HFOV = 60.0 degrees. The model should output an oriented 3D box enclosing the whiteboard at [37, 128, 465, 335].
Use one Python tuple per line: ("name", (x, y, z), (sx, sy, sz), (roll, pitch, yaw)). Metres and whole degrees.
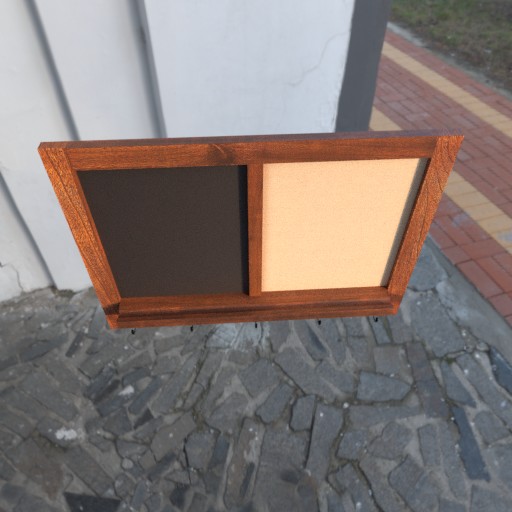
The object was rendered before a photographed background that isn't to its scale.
("whiteboard", (0.000, 0.000, 0.982), (0.768, 0.553, 0.083), (-3, 46, -2))
